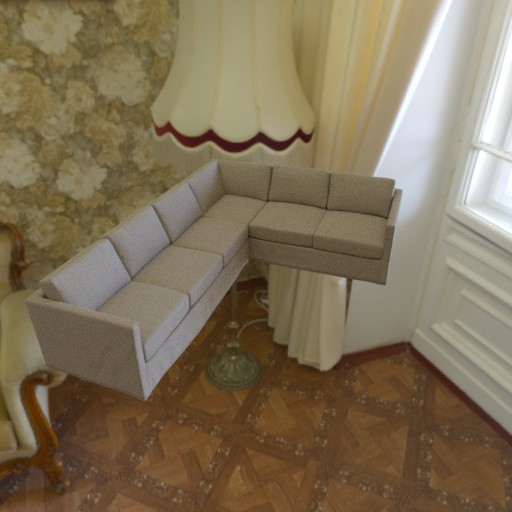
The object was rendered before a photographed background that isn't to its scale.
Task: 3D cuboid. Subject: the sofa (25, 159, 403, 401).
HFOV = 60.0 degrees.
[{"bbox_3d":[0.000,0.000,4.254,2.432,0.871,3.182,11,32,17],"label":"sofa"}]
